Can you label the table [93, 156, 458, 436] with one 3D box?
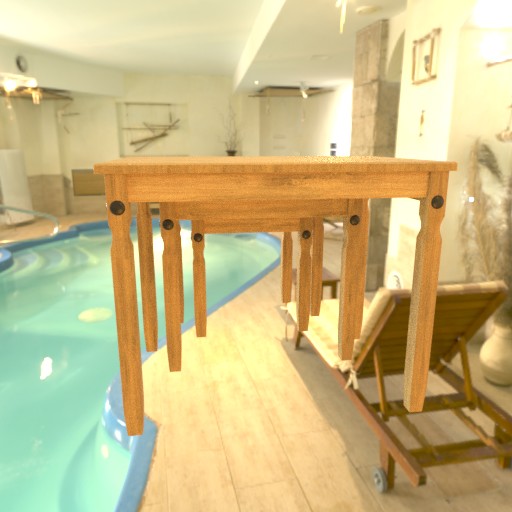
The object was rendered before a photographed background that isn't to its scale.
[{"bbox_3d":[0.000,0.000,1.225,0.660,0.535,0.773,-2,14,-8],"label":"table"}]
